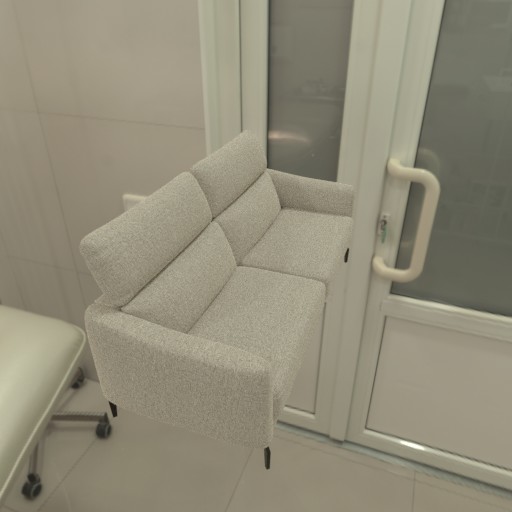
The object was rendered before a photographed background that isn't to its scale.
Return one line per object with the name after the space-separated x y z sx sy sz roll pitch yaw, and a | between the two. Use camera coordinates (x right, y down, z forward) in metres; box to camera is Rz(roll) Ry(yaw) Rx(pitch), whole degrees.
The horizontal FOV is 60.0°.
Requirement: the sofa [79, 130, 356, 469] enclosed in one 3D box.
0.000 0.000 2.538 0.856 0.956 2.015 11 32 17 | sofa
